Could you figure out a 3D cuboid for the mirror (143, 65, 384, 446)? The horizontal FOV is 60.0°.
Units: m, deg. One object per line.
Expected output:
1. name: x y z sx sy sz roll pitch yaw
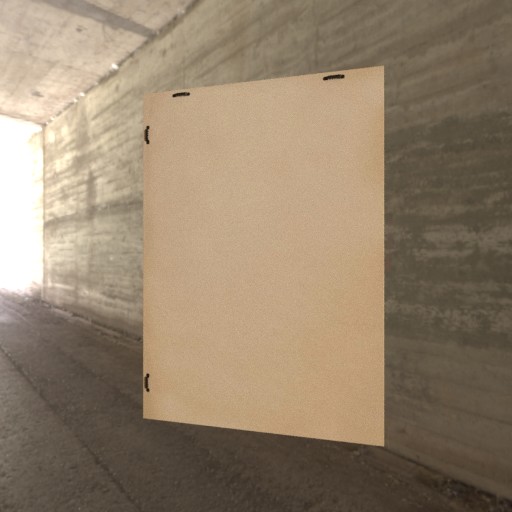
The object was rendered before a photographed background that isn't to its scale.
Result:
1. mirror: 0.000 0.000 0.913 0.507 0.710 0.040 0 0 17
